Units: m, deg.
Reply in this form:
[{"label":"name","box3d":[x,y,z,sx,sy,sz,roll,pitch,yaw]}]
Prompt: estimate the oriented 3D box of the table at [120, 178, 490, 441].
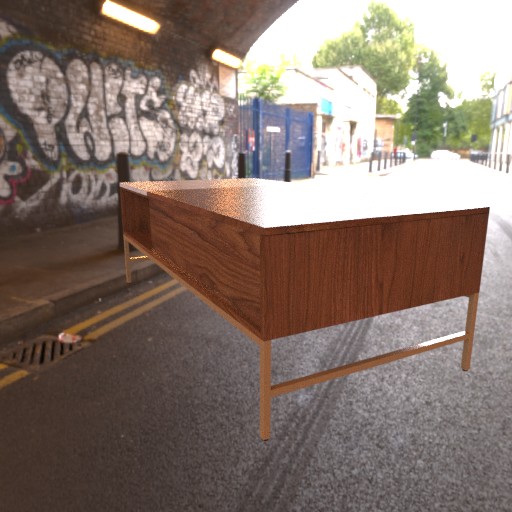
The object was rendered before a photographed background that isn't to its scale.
[{"label":"table","box3d":[0.000,0.000,1.902,0.789,0.551,1.553,-7,15,-27]}]
